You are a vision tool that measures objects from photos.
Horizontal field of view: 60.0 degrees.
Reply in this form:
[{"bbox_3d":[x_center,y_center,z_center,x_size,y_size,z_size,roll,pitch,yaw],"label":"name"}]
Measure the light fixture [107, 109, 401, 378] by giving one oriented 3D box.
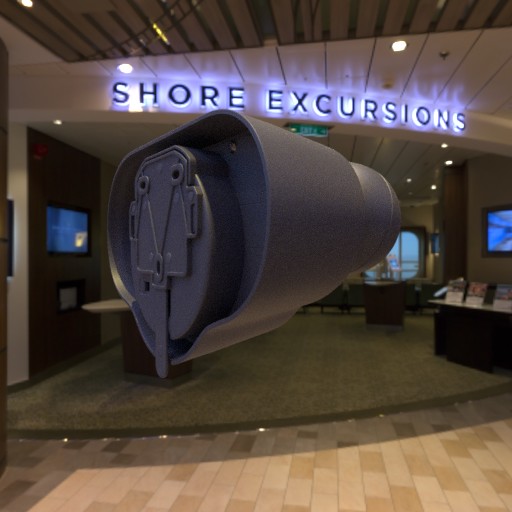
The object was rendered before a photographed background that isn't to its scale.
[{"bbox_3d":[0.000,0.000,0.337,0.159,0.159,0.229,0,0,-36],"label":"light fixture"}]
